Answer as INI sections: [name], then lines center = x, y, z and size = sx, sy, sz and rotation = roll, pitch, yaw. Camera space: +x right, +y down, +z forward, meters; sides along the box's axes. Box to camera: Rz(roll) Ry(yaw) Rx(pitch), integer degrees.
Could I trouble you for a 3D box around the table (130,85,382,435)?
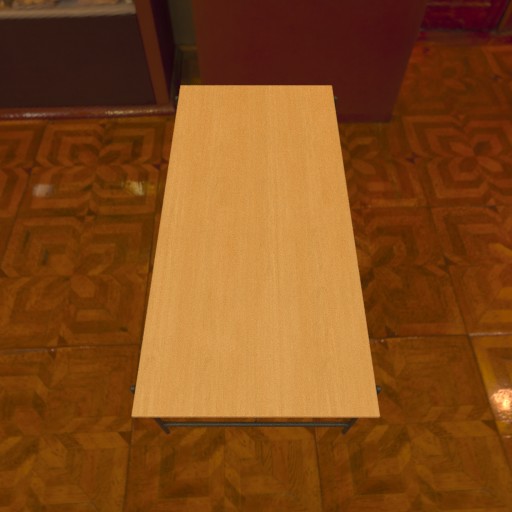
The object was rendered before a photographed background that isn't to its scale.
[table]
center = 0.000, 0.000, 2.328
size = 0.900, 0.758, 1.800
rotation = 0, 57, 0
